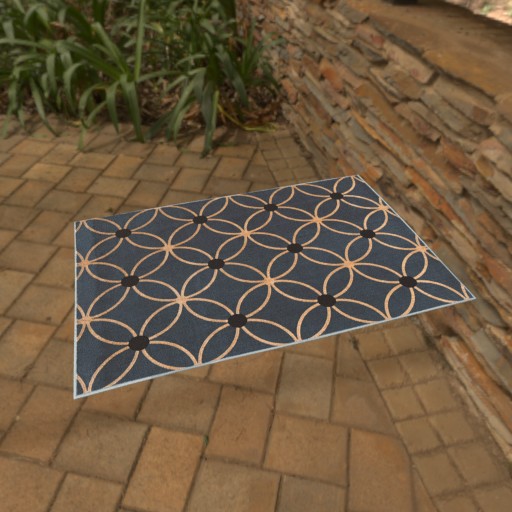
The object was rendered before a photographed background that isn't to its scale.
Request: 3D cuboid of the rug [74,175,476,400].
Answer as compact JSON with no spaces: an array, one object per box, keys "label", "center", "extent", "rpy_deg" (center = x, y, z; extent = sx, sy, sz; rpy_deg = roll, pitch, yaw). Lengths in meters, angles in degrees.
[{"label":"rug","center":[0.000,0.000,2.918],"extent":[2.284,0.008,1.522],"rpy_deg":[-11,41,-13]}]
